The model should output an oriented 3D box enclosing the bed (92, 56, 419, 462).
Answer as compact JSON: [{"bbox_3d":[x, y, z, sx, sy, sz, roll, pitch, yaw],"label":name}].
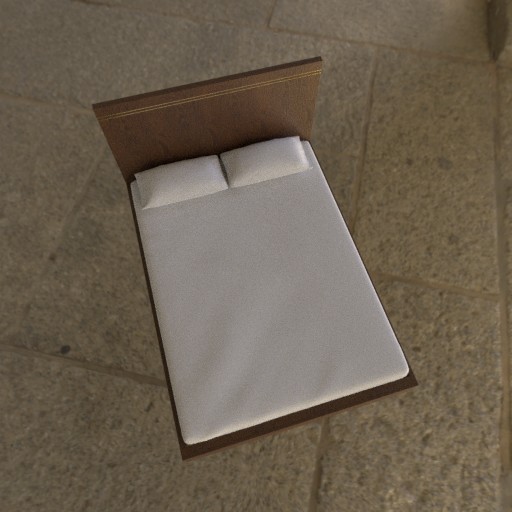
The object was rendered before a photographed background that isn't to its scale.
[{"bbox_3d":[0.000,0.000,3.097,1.613,1.169,2.221,-15,65,-7],"label":"bed"}]
